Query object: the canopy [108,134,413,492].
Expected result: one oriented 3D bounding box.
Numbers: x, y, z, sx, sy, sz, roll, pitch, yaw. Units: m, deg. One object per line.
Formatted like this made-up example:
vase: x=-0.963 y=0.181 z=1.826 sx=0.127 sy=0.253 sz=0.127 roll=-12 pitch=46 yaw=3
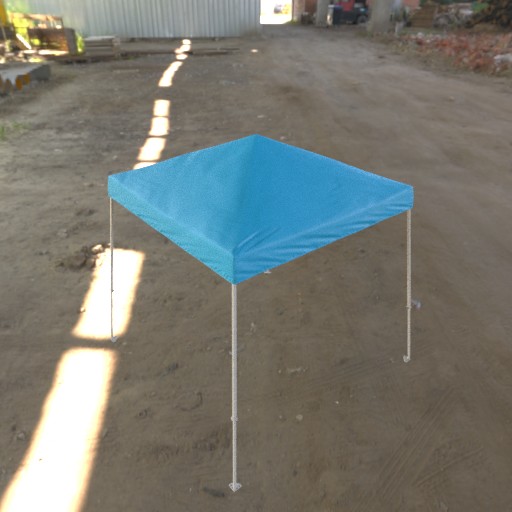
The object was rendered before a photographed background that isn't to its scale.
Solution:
canopy: x=0.000 y=0.000 z=6.599 sx=3.600 sy=3.600 sz=3.599 roll=-22 pitch=36 yaw=-33
